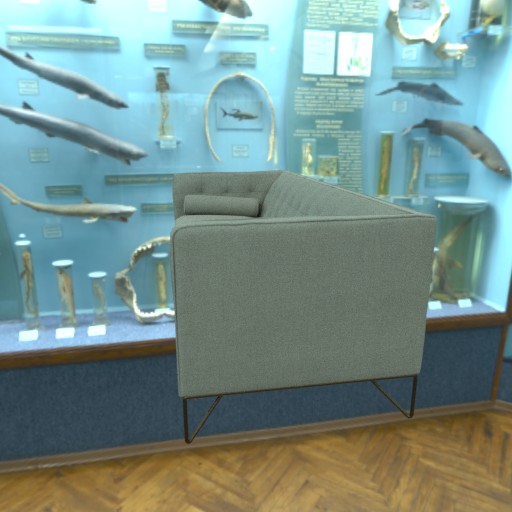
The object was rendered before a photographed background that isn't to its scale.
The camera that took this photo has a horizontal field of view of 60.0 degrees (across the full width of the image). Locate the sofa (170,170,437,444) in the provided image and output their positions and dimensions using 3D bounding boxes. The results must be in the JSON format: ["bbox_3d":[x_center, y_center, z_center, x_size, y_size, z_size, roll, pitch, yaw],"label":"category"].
[{"bbox_3d":[0.000,0.000,2.501,0.912,0.798,2.079,-3,15,-10],"label":"sofa"}]
